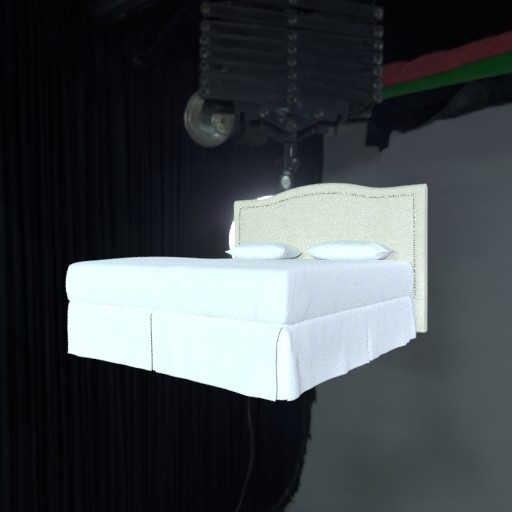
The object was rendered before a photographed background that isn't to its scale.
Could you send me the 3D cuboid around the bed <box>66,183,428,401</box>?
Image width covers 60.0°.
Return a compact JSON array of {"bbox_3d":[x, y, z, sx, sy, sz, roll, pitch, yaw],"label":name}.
[{"bbox_3d":[0.000,0.000,3.547,2.083,1.421,2.182,0,0,36],"label":"bed"}]
